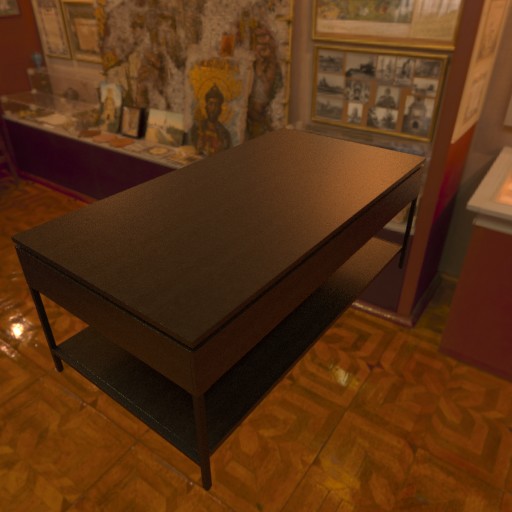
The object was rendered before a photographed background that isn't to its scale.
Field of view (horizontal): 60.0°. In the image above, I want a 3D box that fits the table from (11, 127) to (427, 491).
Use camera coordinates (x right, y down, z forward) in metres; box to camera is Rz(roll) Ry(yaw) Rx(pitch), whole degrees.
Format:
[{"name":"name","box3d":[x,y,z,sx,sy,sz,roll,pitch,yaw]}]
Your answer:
[{"name":"table","box3d":[0.000,0.000,1.349,0.574,0.435,1.095,22,38,31]}]
